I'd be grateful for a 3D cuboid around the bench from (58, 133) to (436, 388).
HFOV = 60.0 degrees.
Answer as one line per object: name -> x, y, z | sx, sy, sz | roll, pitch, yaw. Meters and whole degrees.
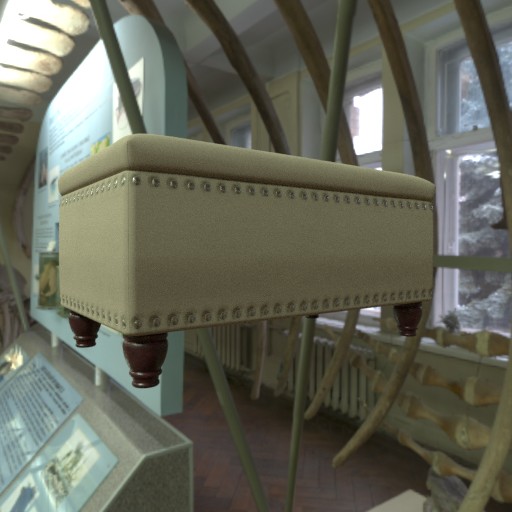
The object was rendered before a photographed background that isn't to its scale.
bench -> 0.000, 0.000, 1.180 | 0.887, 0.449, 0.500 | -1, 1, -36
